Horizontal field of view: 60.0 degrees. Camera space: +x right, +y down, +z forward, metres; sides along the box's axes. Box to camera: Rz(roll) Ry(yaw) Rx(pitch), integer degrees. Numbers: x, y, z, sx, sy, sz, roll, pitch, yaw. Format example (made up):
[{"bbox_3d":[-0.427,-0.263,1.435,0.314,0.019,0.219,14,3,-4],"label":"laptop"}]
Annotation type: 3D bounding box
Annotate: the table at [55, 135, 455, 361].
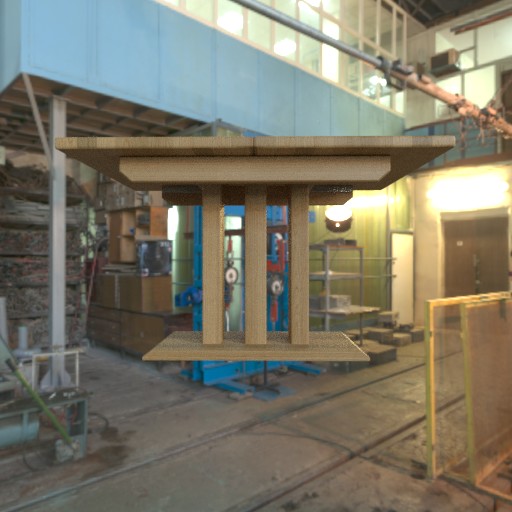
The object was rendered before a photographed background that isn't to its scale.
[{"bbox_3d":[0.000,0.000,1.877,1.300,0.770,0.900,0,0,1],"label":"table"}]
